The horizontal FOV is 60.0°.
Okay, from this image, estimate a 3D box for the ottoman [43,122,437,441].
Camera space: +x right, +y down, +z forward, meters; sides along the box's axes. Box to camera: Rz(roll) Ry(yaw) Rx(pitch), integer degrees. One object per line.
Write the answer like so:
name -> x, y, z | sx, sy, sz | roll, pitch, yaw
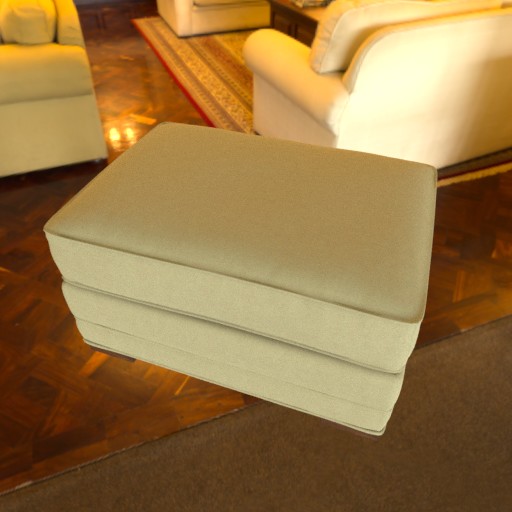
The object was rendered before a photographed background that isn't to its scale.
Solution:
ottoman -> 0.000, 0.000, 1.203 | 0.848, 0.482, 0.611 | 13, 44, 14
